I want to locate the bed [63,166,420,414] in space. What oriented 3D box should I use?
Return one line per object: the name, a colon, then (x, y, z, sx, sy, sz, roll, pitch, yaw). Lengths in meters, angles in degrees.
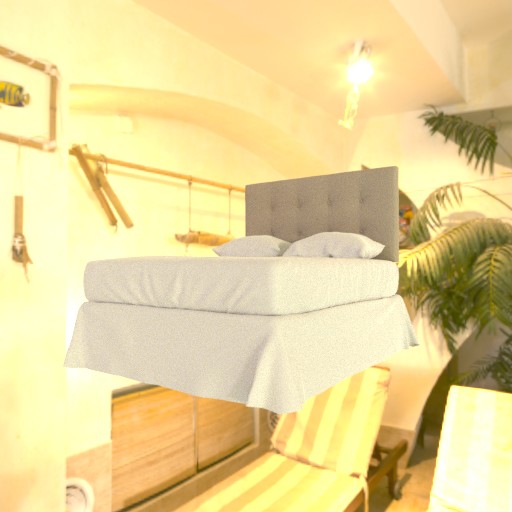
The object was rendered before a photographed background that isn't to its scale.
bed: (0.000, 0.000, 3.481, 1.936, 1.577, 2.222, -1, -1, 35)
